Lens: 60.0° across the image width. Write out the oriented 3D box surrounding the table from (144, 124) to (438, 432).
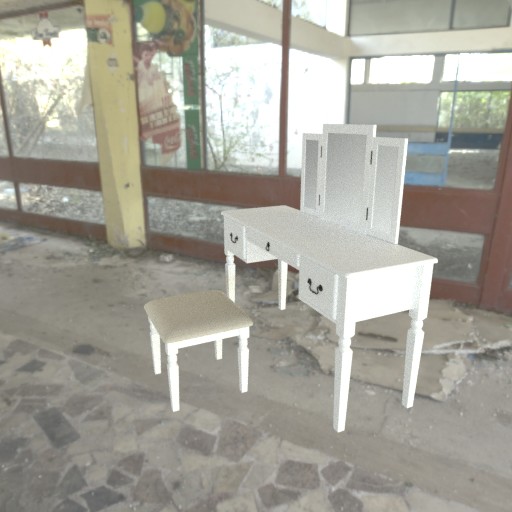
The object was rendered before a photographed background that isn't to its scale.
[{"bbox_3d":[0.000,0.000,2.309,1.115,1.310,1.369,-8,19,-24],"label":"table"}]
